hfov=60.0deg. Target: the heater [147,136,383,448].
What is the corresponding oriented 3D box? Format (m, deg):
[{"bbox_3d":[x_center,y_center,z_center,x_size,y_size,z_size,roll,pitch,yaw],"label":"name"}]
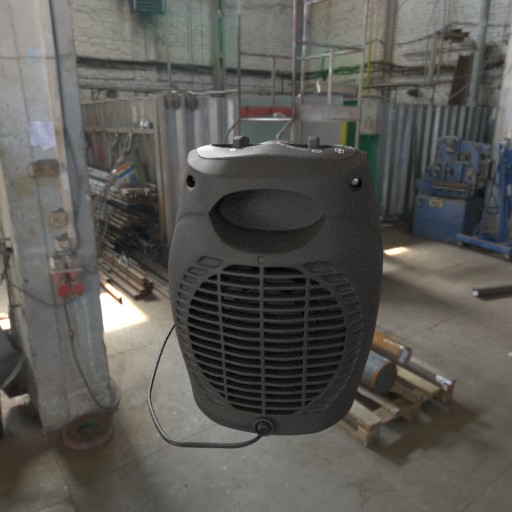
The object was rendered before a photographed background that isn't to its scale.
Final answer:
[{"bbox_3d":[0.000,0.000,0.453,0.239,0.240,0.291,2,17,8],"label":"heater"}]
